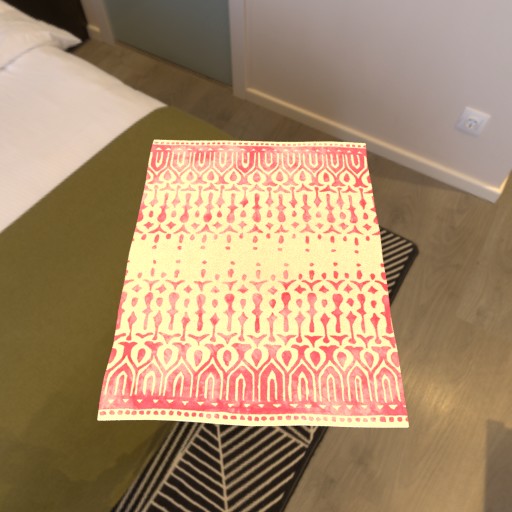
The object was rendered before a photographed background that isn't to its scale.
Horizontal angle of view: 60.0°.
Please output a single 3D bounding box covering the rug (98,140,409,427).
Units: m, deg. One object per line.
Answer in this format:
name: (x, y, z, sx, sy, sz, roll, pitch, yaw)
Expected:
rug: (0.000, 0.000, 4.250, 2.441, 0.016, 3.095, 1, 58, 1)
